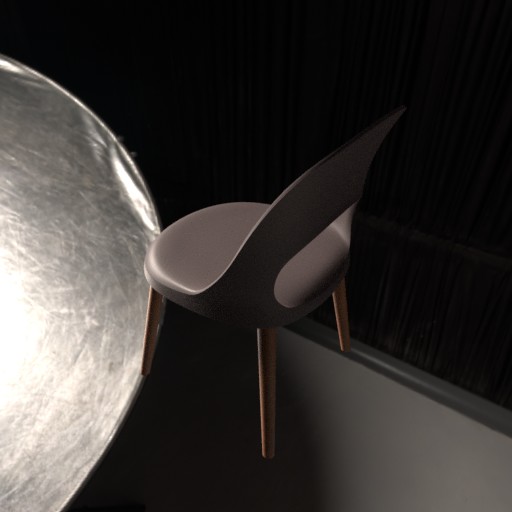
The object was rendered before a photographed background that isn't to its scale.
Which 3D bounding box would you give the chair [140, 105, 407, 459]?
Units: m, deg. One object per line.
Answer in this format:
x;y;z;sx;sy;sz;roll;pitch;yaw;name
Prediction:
0.000;0.000;1.108;0.556;0.794;0.470;22;39;29;chair
